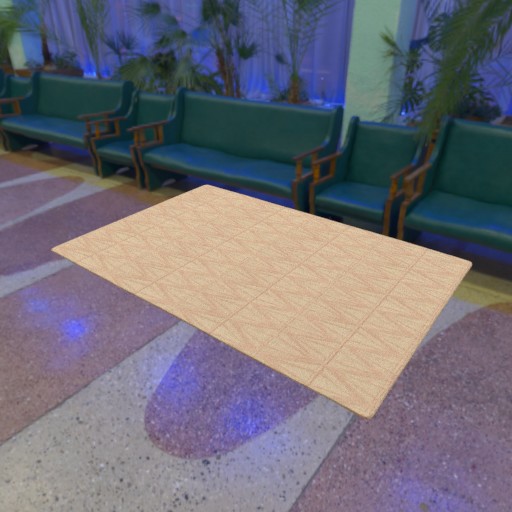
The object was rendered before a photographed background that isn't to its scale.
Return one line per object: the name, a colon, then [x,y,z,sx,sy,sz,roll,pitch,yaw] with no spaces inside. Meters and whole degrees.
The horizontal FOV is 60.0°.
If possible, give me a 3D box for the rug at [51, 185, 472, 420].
rug: [0.000,0.000,2.994,2.390,0.015,1.609,21,36,32]
